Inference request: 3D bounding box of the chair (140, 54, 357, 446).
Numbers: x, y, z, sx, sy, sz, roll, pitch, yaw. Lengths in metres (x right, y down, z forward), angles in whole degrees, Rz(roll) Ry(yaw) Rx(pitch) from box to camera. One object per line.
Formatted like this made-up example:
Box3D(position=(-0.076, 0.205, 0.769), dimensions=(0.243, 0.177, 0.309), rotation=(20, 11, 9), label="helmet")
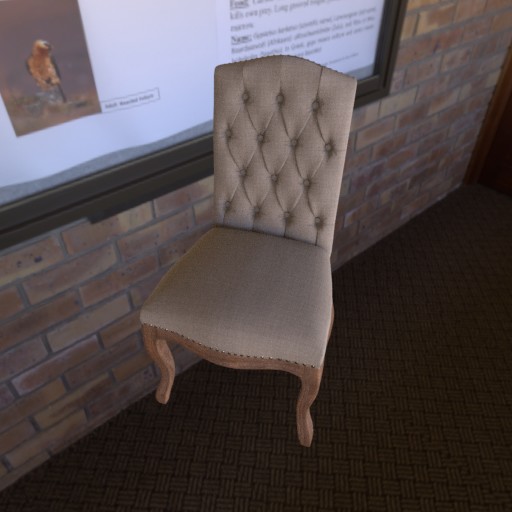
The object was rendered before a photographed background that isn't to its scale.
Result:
Box3D(position=(0.000, 0.000, 1.595), dimensions=(0.637, 1.191, 0.731), rotation=(12, 42, 13), label="chair")
